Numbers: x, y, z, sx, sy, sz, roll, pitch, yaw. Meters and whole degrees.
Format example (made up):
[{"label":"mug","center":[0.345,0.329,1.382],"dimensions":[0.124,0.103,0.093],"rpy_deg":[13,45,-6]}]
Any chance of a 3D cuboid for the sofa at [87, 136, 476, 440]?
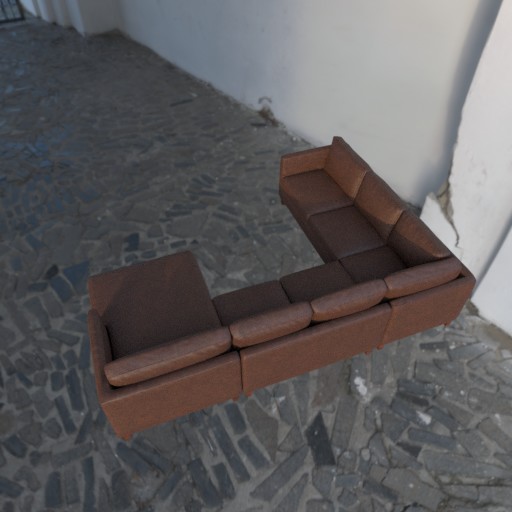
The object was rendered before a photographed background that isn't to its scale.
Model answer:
[{"label":"sofa","center":[0.000,0.000,4.688],"dimensions":[3.460,0.923,2.593],"rpy_deg":[-15,48,-14]}]
